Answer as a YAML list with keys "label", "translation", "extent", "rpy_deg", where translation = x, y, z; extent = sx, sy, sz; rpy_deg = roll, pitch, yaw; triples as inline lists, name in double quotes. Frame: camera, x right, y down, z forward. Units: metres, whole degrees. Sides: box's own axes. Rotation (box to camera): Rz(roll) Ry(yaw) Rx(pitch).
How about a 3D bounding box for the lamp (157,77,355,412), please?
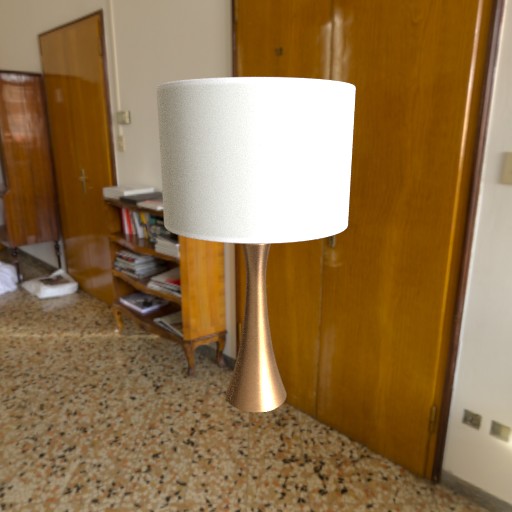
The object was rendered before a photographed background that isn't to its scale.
- label: "lamp"
  translation: [0.000, 0.000, 0.675]
  extent: [0.268, 0.479, 0.268]
  rpy_deg: [3, 16, 9]
